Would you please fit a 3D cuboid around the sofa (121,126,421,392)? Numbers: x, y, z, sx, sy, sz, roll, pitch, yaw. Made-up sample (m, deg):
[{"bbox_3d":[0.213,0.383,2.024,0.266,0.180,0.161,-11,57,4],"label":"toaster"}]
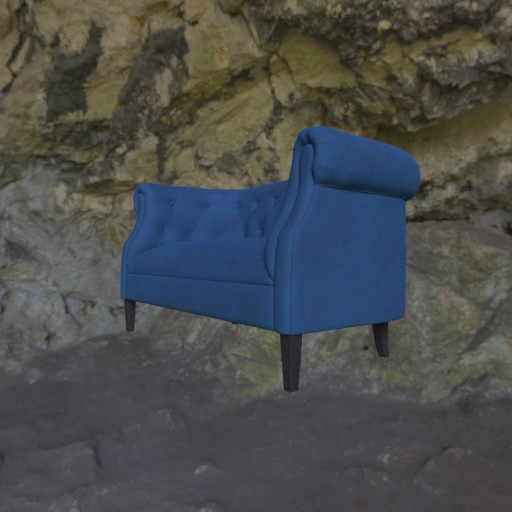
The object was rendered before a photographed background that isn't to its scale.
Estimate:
[{"bbox_3d":[0.000,0.000,2.115,0.835,0.827,1.558,0,0,-37],"label":"sofa"}]
